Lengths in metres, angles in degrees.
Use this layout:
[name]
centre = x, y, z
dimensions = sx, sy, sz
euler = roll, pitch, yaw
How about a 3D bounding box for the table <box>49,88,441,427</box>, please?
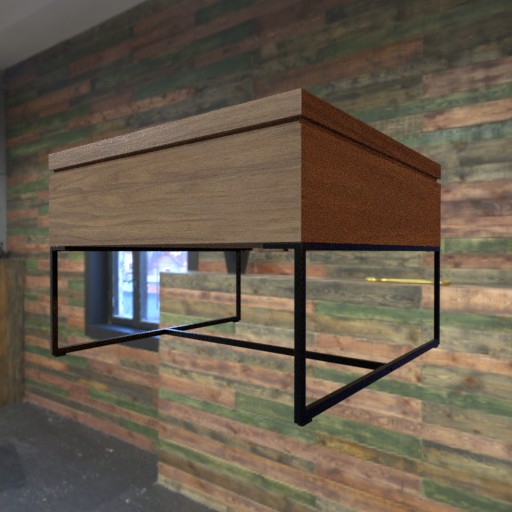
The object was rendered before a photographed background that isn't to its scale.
[table]
centre = 0.000, 0.000, 1.076
dimensions = 0.679, 0.464, 0.676
euler = 0, 1, 38
